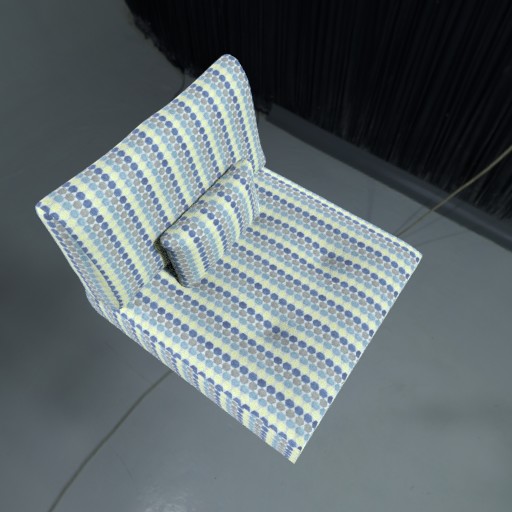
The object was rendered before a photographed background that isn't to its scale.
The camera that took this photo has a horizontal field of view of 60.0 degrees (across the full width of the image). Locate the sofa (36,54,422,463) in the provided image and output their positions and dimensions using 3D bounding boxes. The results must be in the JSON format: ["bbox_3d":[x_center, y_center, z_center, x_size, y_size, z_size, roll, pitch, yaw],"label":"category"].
[{"bbox_3d":[0.000,0.000,1.642,1.000,0.830,0.930,32,63,18],"label":"sofa"}]
